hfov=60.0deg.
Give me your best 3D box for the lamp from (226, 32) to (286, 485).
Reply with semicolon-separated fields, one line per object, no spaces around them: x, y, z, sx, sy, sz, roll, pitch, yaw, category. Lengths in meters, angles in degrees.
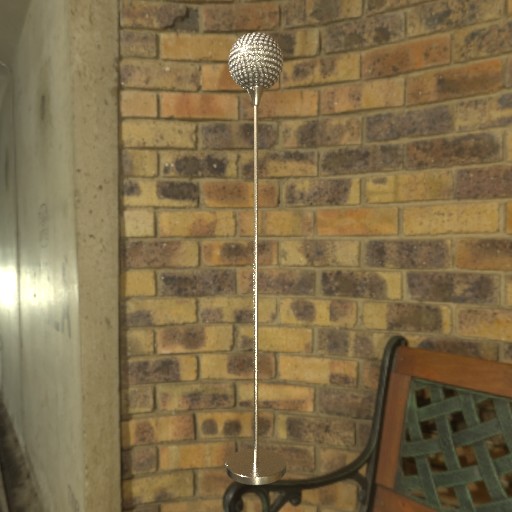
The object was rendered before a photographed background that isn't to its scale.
0.000;0.000;1.864;0.254;1.805;0.254;0;1;0;lamp
